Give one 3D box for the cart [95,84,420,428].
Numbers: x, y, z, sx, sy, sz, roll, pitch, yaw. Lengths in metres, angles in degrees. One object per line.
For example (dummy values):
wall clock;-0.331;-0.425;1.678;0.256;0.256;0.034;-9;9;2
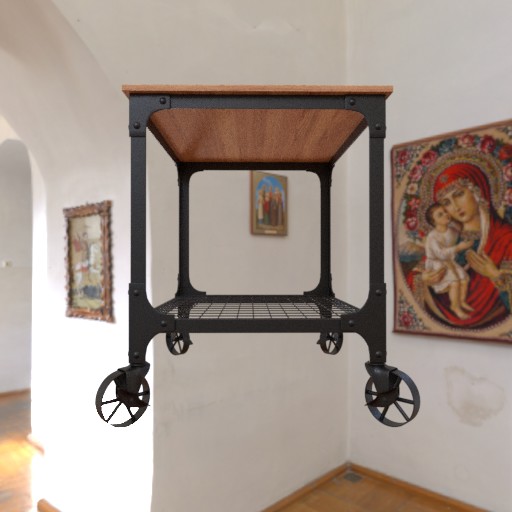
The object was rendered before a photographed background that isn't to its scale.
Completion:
cart;0.000;0.000;1.078;0.558;0.603;0.666;0;0;-1
